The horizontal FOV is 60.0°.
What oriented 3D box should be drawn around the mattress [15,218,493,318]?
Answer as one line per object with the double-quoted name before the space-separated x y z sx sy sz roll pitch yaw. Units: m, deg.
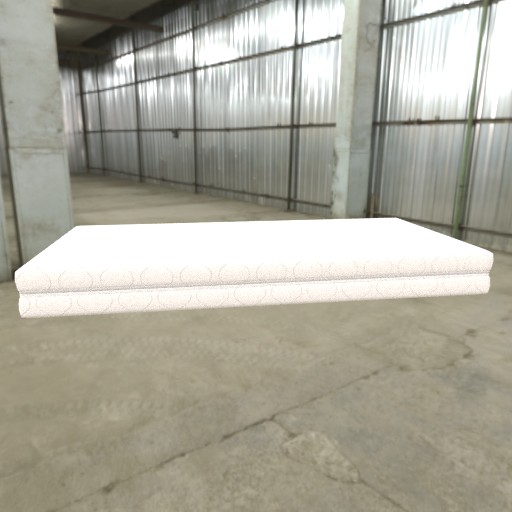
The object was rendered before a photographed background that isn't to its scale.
"mattress" 0.000 0.000 2.179 1.900 0.200 0.900 -2 14 -8
